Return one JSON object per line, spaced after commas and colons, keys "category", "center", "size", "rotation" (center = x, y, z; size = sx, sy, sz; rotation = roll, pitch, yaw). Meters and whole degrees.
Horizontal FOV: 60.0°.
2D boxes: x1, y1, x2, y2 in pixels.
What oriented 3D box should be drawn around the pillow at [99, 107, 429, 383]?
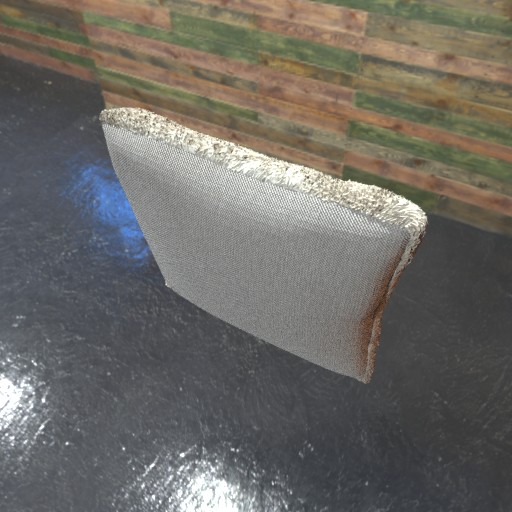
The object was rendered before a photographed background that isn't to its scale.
{"category": "pillow", "center": [0.000, 0.000, 0.815], "size": [0.529, 0.515, 0.218], "rotation": [23, 51, 20]}
